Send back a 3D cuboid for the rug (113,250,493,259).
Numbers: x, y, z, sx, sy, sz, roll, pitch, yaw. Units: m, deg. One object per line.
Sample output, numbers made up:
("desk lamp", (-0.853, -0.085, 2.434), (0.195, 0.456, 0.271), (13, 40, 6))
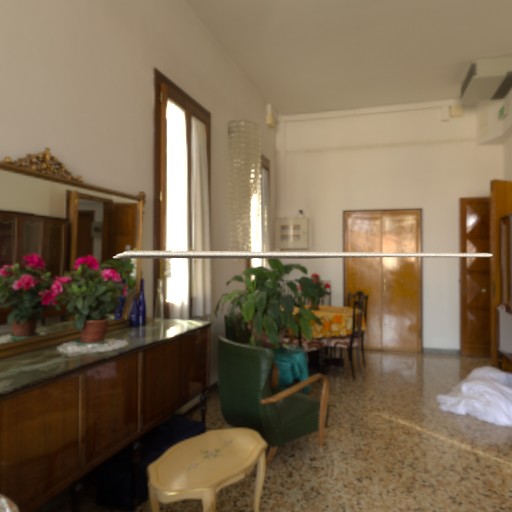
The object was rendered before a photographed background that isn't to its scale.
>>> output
("rug", (0.000, 0.000, 4.111), (2.472, 0.035, 3.017), (0, -1, -19))
